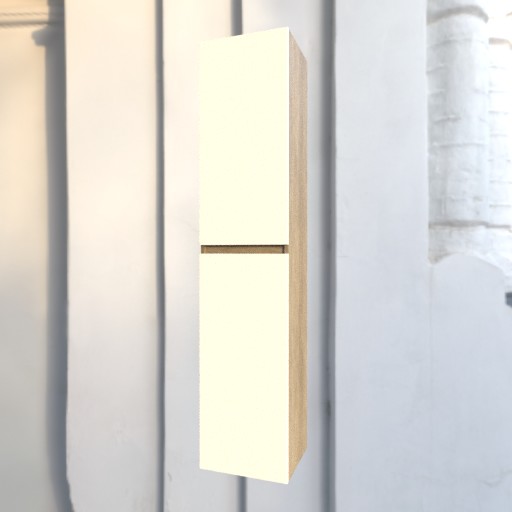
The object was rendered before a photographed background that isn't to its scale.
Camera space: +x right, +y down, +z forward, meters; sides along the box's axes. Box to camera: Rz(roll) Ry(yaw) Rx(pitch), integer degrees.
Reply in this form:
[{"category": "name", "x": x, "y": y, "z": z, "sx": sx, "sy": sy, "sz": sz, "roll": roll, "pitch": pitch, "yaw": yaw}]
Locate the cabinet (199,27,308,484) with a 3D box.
[{"category": "cabinet", "x": 0.000, "y": 0.000, "z": 1.533, "sx": 0.300, "sy": 1.400, "sz": 0.270, "roll": 0, "pitch": 1, "yaw": 19}]
